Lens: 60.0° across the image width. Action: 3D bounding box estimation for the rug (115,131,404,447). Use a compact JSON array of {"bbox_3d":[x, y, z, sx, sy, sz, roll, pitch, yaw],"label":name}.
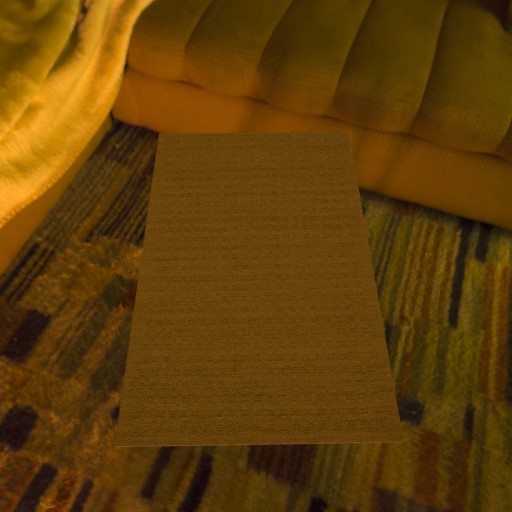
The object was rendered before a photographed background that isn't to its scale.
[{"bbox_3d":[0.000,0.000,2.214,1.142,0.006,1.752,-1,58,0],"label":"rug"}]
